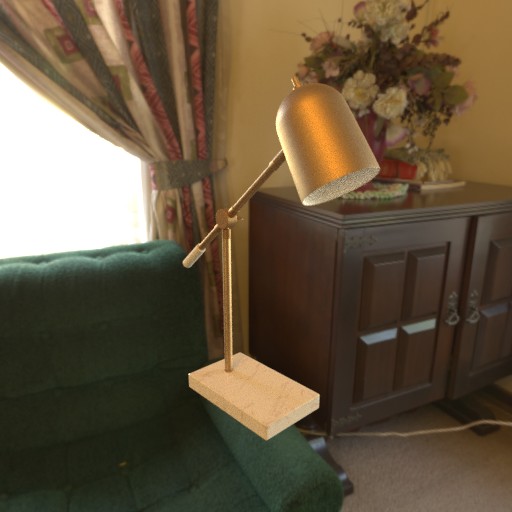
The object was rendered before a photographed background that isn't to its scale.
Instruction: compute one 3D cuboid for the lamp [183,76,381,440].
[{"bbox_3d":[0.000,0.000,0.819,0.144,0.603,0.471,-14,20,-41],"label":"lamp"}]
